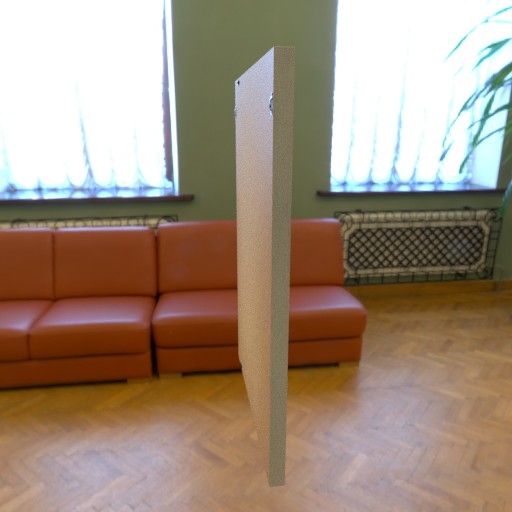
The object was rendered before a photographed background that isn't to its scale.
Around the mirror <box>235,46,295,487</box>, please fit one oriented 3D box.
[{"bbox_3d":[0.000,0.000,1.167,0.041,0.915,0.609,-2,16,-8],"label":"mirror"}]
